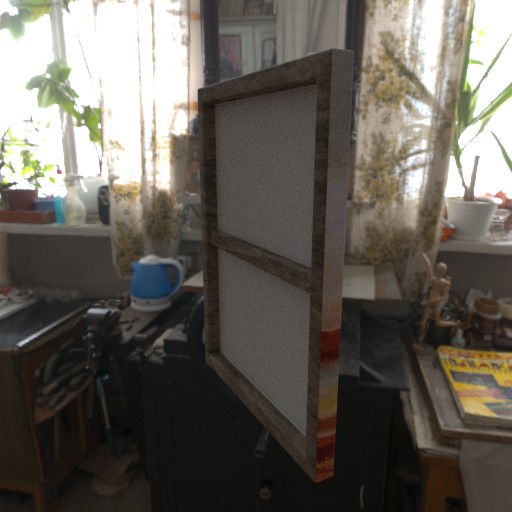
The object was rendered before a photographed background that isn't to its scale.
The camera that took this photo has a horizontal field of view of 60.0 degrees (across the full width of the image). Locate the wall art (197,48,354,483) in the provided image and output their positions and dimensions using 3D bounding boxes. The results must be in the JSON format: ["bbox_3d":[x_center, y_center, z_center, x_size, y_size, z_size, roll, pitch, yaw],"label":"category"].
[{"bbox_3d":[0.000,0.000,0.789,0.035,0.605,0.443,-7,16,-27],"label":"wall art"}]
